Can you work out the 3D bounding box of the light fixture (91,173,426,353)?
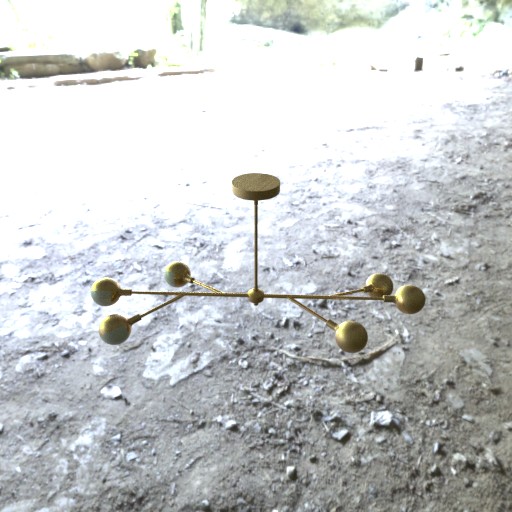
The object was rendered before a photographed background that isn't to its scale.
[{"bbox_3d":[0.000,0.000,1.013,0.778,0.362,0.434,10,33,15],"label":"light fixture"}]
